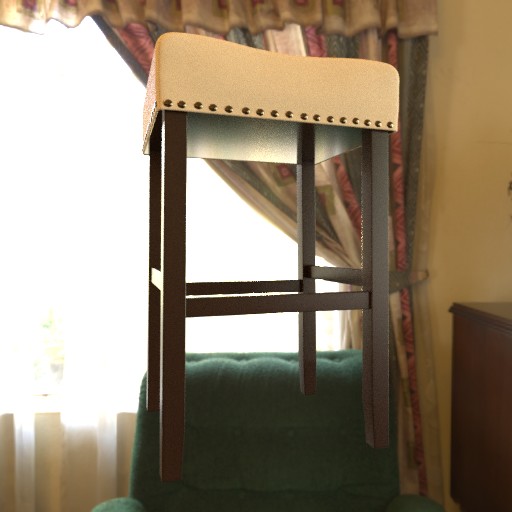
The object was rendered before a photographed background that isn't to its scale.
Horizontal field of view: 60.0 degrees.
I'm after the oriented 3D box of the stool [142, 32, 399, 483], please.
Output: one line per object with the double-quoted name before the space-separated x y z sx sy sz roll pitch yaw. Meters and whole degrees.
"stool" 0.000 0.000 0.986 0.471 0.762 0.401 0 1 -18
